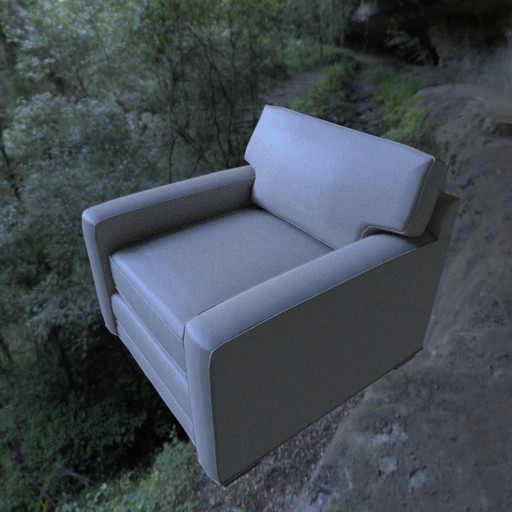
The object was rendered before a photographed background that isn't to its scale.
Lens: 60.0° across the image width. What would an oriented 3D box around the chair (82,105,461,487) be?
[{"bbox_3d":[0.000,0.000,1.747,1.043,0.913,0.998,-21,38,-30],"label":"chair"}]
